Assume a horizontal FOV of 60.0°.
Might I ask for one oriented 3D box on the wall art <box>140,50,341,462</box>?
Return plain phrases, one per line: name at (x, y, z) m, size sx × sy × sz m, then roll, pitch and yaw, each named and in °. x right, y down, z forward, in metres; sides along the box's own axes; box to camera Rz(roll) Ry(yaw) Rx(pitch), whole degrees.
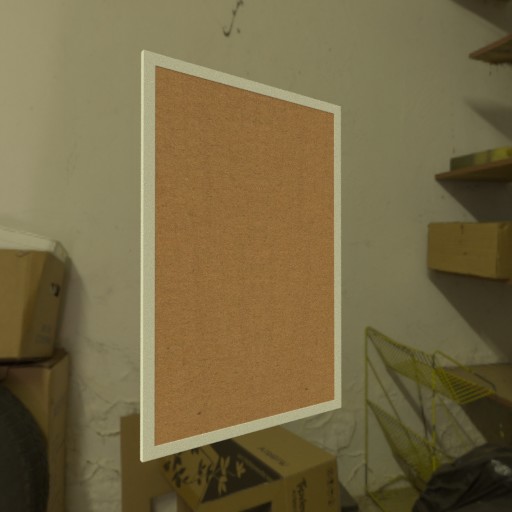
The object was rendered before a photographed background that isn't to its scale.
wall art at (0.000, 0.000, 1.235) m, size 0.660 × 0.965 × 0.015 m, roll 0°, pitch -1°, yaw -36°
